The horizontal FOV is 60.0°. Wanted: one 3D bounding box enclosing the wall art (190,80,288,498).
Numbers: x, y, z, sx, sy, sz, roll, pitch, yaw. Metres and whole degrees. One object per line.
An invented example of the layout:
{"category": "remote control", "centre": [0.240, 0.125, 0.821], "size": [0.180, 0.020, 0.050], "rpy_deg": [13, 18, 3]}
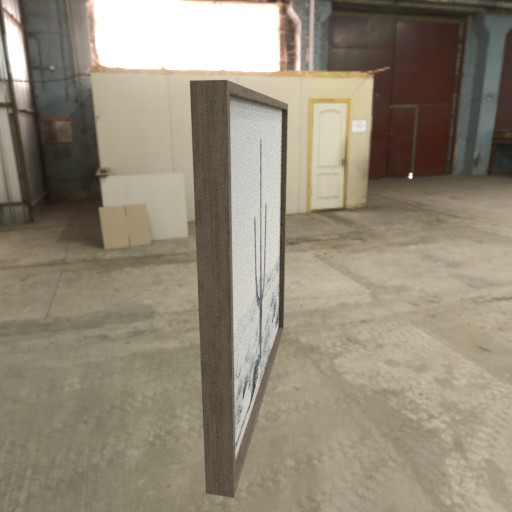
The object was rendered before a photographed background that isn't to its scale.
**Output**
{"category": "wall art", "centre": [0.000, 0.000, 0.748], "size": [0.038, 0.508, 0.508], "rpy_deg": [3, 17, 10]}
